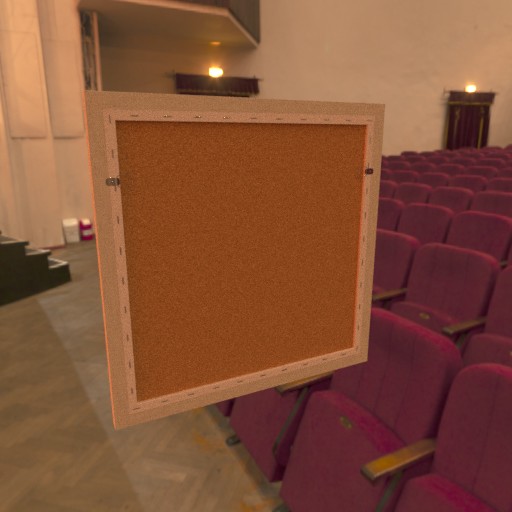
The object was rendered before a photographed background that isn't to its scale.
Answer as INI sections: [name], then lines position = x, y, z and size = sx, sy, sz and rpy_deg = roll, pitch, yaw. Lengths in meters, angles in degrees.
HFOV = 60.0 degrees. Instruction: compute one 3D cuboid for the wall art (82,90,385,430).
[wall art]
position = 0.000, 0.000, 1.514
size = 1.016, 1.016, 0.045
rpy_deg = -7, 16, -26
